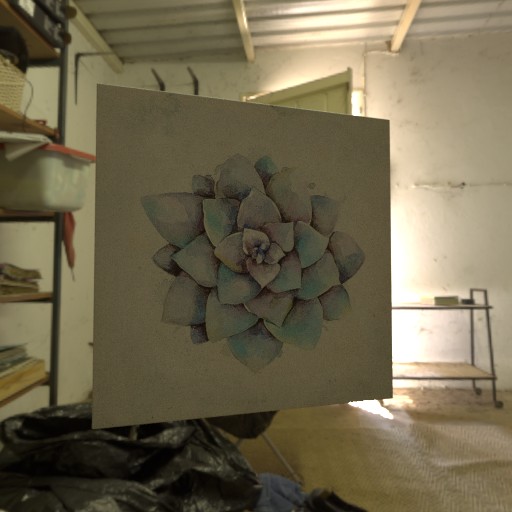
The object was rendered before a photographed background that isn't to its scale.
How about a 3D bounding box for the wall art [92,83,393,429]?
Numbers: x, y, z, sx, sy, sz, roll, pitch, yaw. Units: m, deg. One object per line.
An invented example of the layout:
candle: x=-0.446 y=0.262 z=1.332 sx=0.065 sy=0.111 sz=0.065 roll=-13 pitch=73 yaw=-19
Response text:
wall art: x=0.000 y=0.000 z=0.894 sx=0.612 sy=0.612 sz=0.040 roll=1 pitch=-2 yaw=-18
